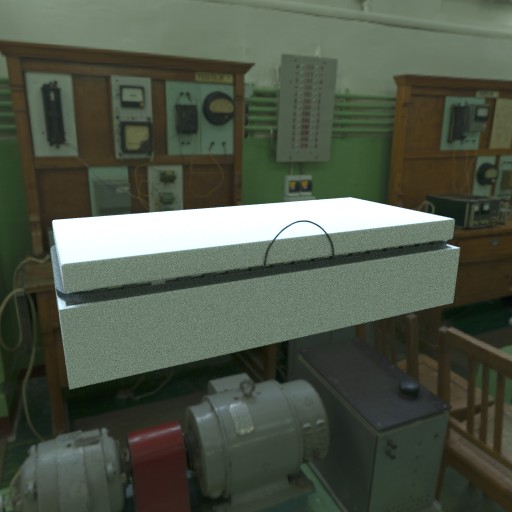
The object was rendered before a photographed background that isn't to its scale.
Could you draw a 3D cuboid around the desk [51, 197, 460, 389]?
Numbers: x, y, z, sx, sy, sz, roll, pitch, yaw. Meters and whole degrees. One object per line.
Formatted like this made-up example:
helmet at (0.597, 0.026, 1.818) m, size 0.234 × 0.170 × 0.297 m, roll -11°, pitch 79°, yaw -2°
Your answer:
desk at (0.000, 0.000, 2.283) m, size 1.900 × 0.526 × 0.900 m, roll -7°, pitch 17°, yaw -25°
